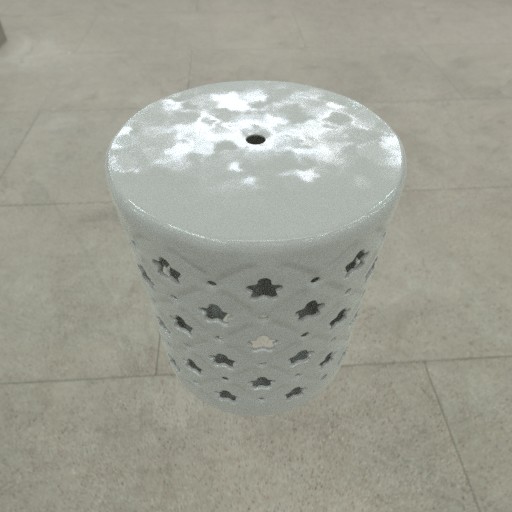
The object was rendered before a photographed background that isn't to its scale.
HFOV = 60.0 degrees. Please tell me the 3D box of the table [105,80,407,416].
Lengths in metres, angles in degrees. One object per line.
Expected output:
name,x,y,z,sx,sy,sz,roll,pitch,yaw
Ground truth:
table,0.000,0.000,0.655,0.352,0.387,0.352,0,45,0
